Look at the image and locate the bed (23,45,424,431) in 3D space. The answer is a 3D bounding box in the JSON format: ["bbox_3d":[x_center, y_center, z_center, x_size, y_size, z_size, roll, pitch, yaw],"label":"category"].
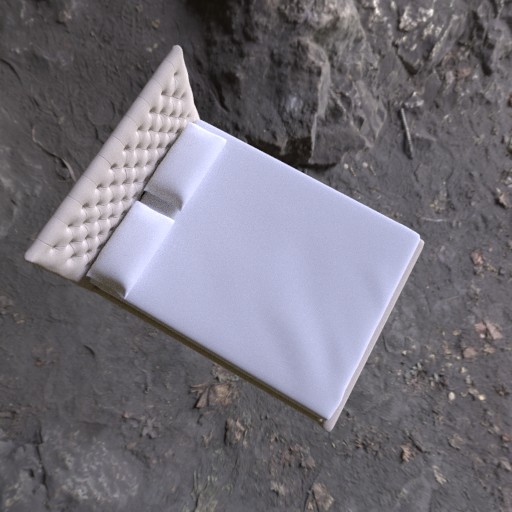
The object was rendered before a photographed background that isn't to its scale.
[{"bbox_3d":[0.000,0.000,3.307,2.233,1.426,1.696,29,78,7],"label":"bed"}]
